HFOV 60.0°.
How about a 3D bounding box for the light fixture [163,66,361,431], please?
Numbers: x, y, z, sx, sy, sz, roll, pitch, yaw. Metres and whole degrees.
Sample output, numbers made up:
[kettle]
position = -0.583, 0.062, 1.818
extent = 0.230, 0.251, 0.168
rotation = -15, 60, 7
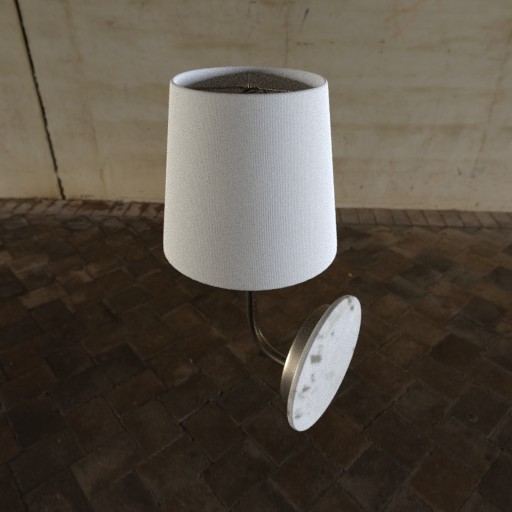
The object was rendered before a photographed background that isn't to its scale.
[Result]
[light fixture]
position = 0.000, 0.000, 0.448
extent = 0.188, 0.337, 0.168
rotation = 21, 37, 30
